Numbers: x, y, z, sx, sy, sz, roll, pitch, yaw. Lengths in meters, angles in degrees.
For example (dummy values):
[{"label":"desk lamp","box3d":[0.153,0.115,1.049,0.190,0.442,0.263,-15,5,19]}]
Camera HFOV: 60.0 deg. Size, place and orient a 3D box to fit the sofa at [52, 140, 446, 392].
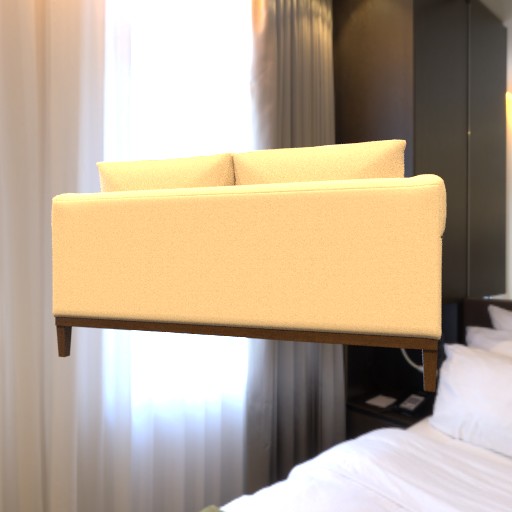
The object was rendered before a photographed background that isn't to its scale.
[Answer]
[{"label":"sofa","box3d":[0.000,0.000,2.085,1.598,0.873,0.905,0,1,19]}]
